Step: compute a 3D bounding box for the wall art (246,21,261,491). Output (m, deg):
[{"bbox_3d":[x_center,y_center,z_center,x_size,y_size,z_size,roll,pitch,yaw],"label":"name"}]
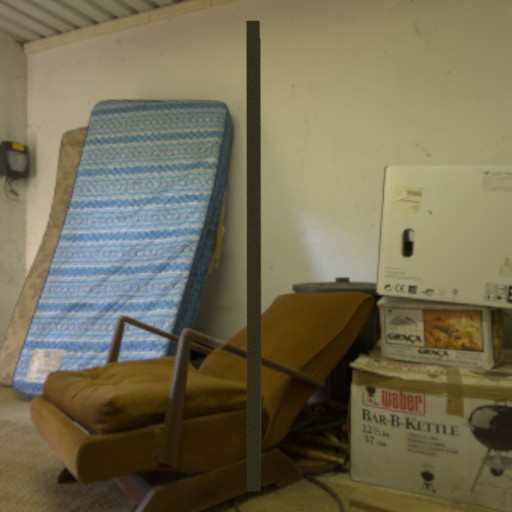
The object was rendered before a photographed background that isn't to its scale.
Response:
[{"bbox_3d":[0.000,0.000,1.376,0.034,1.042,0.789,0,0,1],"label":"wall art"}]
